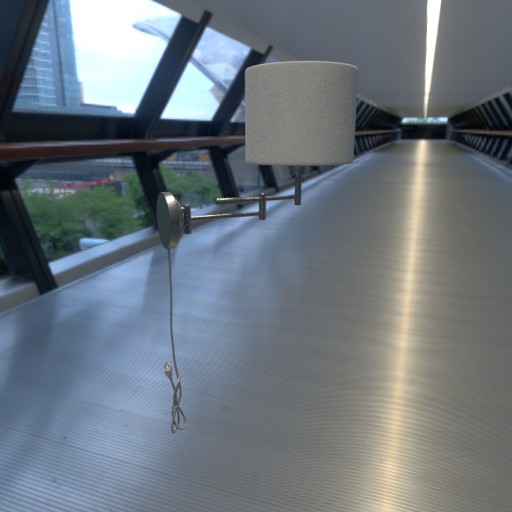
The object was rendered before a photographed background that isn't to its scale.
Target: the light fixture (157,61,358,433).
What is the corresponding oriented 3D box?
[{"bbox_3d":[0.000,0.000,1.062,0.479,0.842,0.253,-7,16,-25],"label":"light fixture"}]
